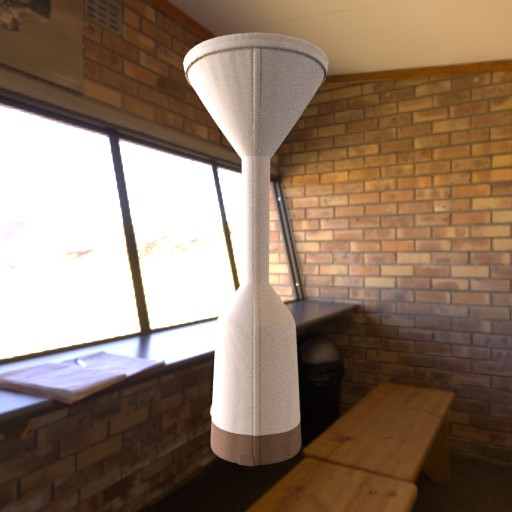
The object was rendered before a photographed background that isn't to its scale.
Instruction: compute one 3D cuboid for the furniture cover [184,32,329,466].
[{"bbox_3d":[0.000,0.000,2.837,0.914,2.413,0.914,0,0,-1],"label":"furniture cover"}]
